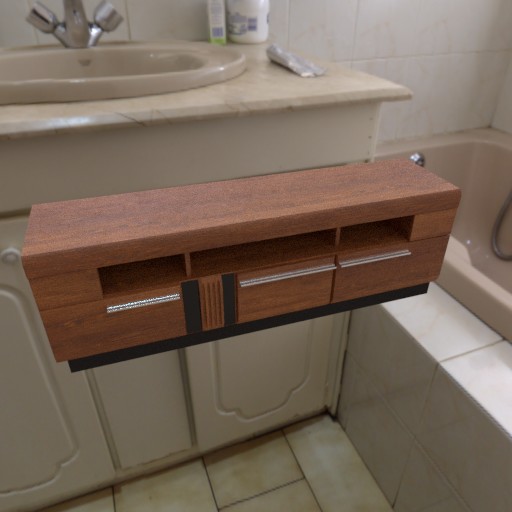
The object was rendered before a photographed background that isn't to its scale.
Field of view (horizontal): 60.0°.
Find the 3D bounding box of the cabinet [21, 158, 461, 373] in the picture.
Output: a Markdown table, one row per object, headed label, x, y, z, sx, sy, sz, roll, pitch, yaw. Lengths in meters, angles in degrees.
| label | x | y | z | sx | sy | sz | roll | pitch | yaw |
| --- | --- | --- | --- | --- | --- | --- | --- | --- | --- |
| cabinet | 0.000 | 0.000 | 1.815 | 1.600 | 0.510 | 0.419 | -10 | 34 | -15 |
